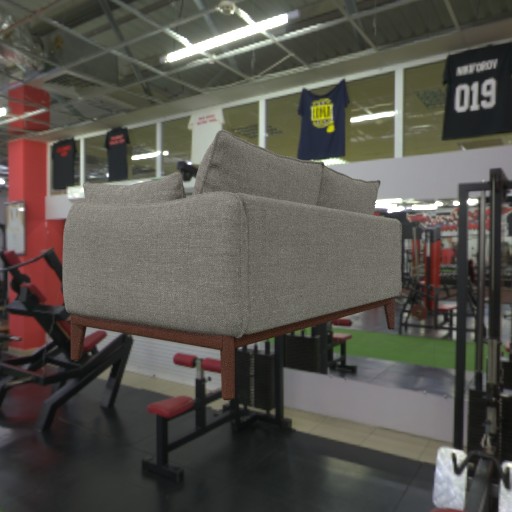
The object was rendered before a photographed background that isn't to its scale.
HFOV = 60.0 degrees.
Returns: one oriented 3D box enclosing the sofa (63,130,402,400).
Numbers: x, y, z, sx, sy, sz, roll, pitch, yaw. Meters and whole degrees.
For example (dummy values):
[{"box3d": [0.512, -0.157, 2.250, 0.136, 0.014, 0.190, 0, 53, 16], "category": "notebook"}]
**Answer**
[{"box3d": [0.000, 0.000, 2.183, 0.972, 0.851, 1.580, 1, 1, 36], "category": "sofa"}]
